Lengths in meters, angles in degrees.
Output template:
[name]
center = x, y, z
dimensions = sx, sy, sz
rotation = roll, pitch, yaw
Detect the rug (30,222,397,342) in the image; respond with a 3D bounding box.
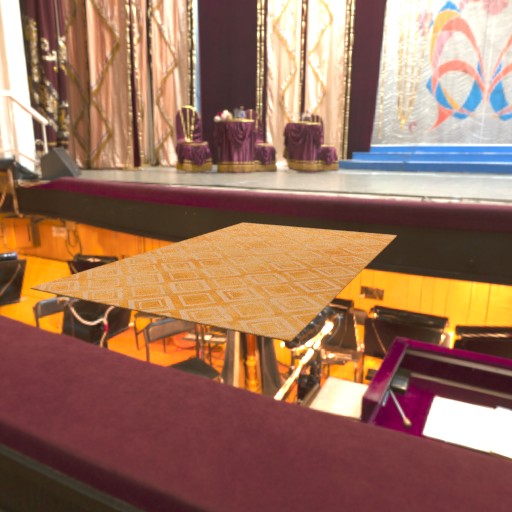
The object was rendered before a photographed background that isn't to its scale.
[rug]
center = 0.000, 0.000, 3.094
dimensions = 1.511, 0.010, 2.424
rotation = 7, 15, 26
